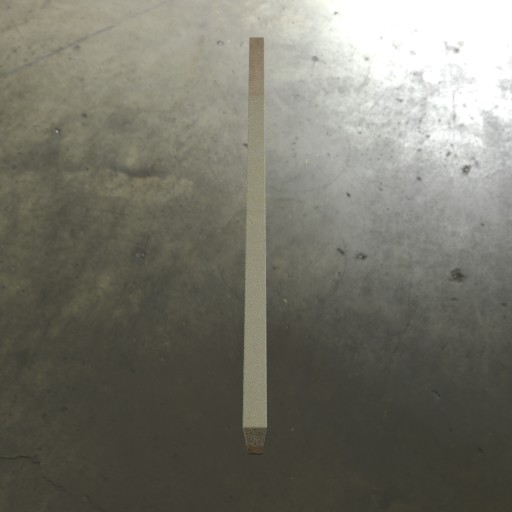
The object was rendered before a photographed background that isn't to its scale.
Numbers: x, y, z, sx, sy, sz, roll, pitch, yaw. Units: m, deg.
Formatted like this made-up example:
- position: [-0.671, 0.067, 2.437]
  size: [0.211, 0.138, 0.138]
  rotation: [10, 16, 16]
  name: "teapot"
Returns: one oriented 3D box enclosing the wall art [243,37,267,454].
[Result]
- position: [0.000, 0.000, 1.163]
  size: [0.040, 0.608, 0.916]
  rotation: [0, 62, 0]
  name: "wall art"
